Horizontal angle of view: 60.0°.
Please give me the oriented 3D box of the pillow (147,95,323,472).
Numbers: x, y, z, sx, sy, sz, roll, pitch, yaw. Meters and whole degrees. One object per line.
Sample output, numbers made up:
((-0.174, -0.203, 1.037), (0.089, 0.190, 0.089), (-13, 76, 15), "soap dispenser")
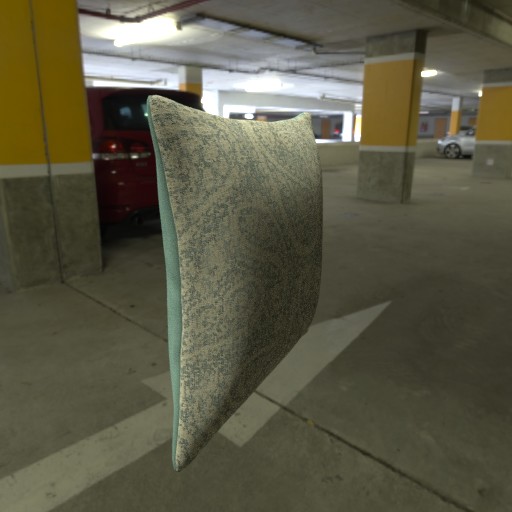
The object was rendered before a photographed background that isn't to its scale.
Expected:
((0.000, 0.000, 0.787), (0.166, 0.507, 0.526), (8, 17, 25), "pillow")
